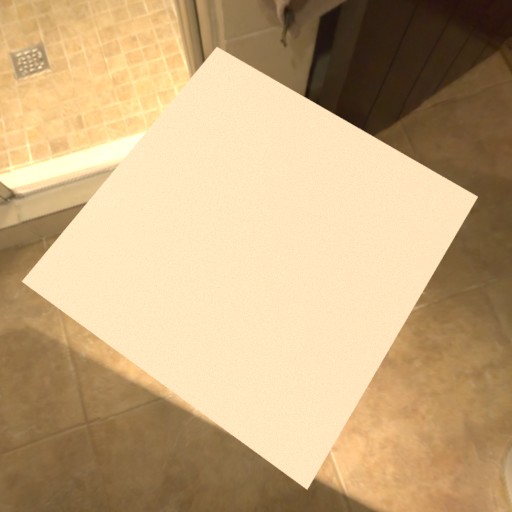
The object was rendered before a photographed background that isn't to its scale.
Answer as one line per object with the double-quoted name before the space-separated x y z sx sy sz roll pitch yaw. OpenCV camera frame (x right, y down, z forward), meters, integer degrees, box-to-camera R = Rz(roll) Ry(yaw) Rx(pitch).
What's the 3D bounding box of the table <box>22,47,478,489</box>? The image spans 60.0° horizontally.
"table" 0.000 0.000 1.083 0.700 0.289 0.700 33 77 9
